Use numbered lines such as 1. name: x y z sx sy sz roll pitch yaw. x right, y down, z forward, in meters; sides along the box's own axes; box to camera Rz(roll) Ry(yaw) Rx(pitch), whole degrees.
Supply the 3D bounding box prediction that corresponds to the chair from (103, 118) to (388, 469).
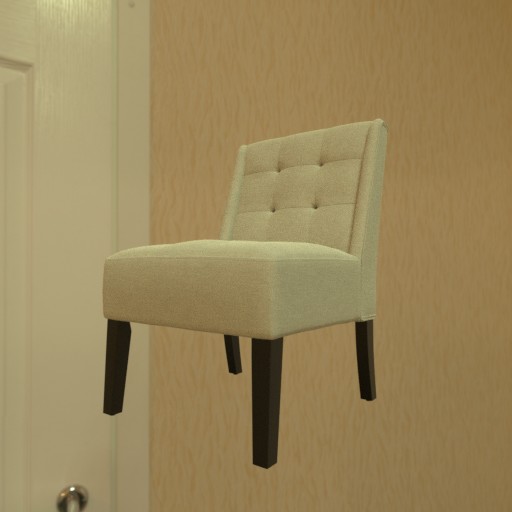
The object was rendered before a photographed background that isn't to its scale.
1. chair: 0.000 0.000 1.292 0.569 0.853 0.676 0 -1 37
